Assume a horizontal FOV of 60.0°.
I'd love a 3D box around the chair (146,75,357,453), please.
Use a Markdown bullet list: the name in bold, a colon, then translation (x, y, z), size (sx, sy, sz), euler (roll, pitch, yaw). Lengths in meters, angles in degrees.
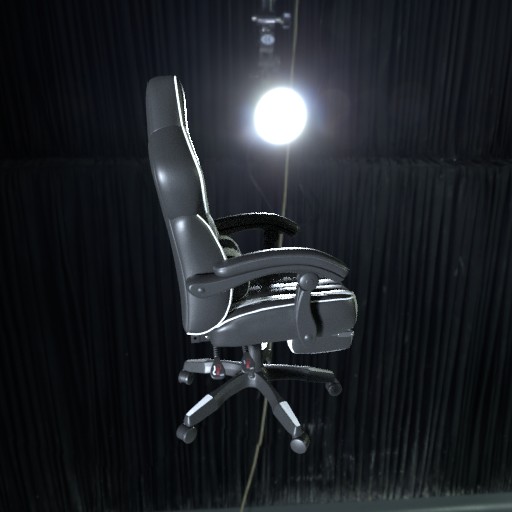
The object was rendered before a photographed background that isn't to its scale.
- **chair**: translation (0.000, 0.000, 1.611), size (0.700, 1.200, 0.676), euler (-3, 16, -9)
